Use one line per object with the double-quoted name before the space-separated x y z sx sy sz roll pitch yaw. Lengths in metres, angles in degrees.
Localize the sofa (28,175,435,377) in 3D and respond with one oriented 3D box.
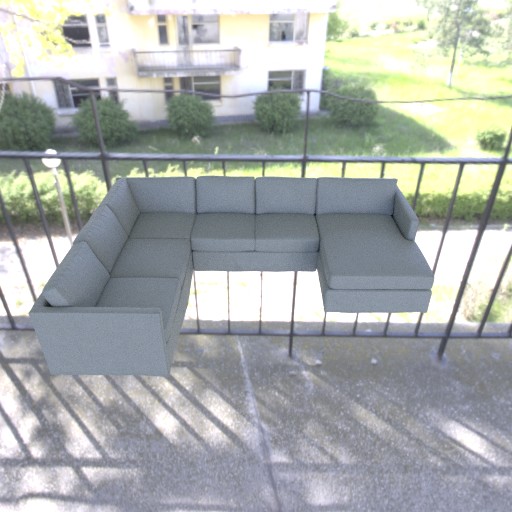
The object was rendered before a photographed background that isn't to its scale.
"sofa" 0.000 0.000 4.500 3.460 0.882 2.427 0 33 0
